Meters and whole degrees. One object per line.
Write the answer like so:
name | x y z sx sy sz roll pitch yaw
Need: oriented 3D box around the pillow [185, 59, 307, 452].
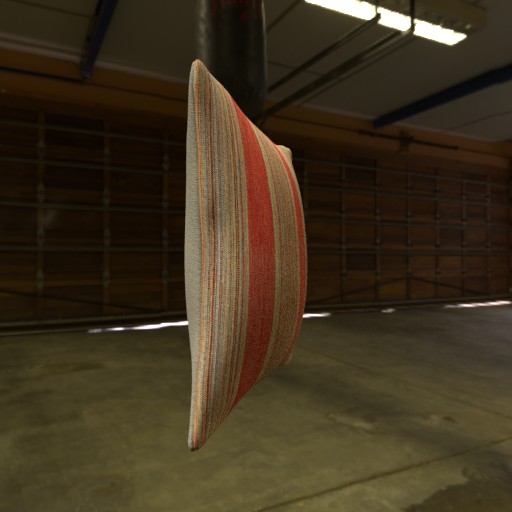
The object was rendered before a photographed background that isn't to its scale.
pillow | 0.000 0.000 0.669 0.136 0.419 0.437 0 0 18
